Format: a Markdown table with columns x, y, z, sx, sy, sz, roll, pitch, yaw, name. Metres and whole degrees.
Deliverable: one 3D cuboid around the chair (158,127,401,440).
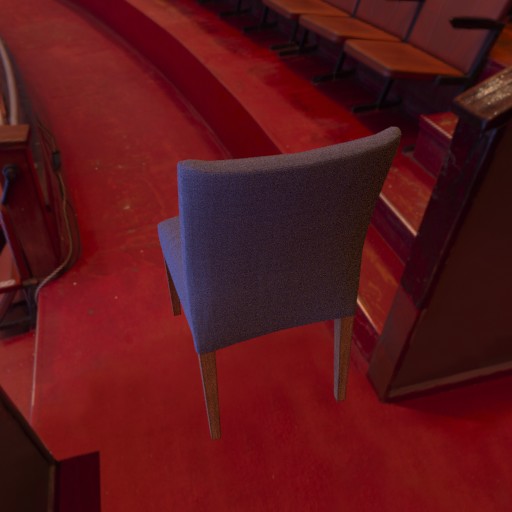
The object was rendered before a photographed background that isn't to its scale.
| x | y | z | sx | sy | sz | roll | pitch | yaw | name |
| --- | --- | --- | --- | --- | --- | --- | --- | --- | --- |
| 0.000 | 0.000 | 1.269 | 0.496 | 0.940 | 0.585 | -12 | 43 | -13 | chair |
